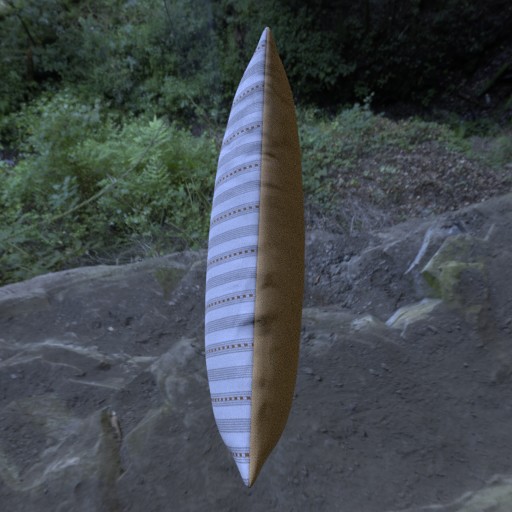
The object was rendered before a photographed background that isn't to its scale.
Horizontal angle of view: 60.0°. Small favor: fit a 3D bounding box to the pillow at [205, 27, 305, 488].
[{"bbox_3d":[0.000,0.000,0.696,0.151,0.291,0.608,2,74,1],"label":"pillow"}]
